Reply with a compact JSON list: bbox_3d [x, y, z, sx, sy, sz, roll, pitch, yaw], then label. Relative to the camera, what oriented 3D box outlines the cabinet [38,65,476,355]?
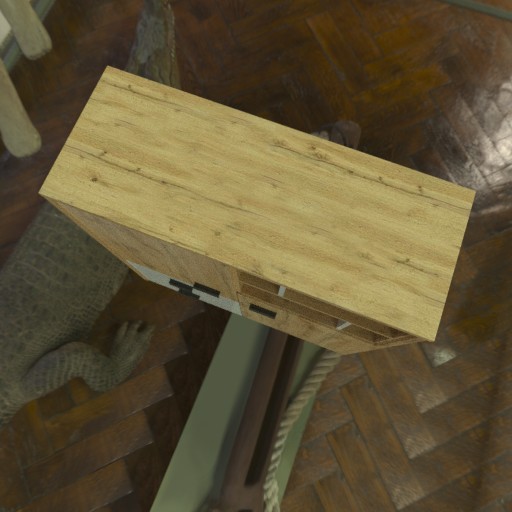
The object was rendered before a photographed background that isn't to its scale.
[{"bbox_3d":[0.000,0.000,1.942,1.168,1.397,0.473,20,76,5],"label":"cabinet"}]
